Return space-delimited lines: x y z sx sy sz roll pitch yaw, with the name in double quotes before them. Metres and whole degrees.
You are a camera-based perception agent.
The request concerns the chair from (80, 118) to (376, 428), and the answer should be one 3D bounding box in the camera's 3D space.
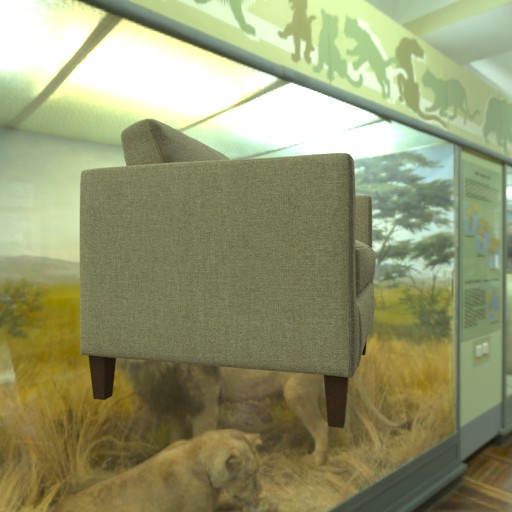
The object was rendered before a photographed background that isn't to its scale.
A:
"chair" 0.000 0.000 1.876 0.959 0.987 1.107 0 1 17
